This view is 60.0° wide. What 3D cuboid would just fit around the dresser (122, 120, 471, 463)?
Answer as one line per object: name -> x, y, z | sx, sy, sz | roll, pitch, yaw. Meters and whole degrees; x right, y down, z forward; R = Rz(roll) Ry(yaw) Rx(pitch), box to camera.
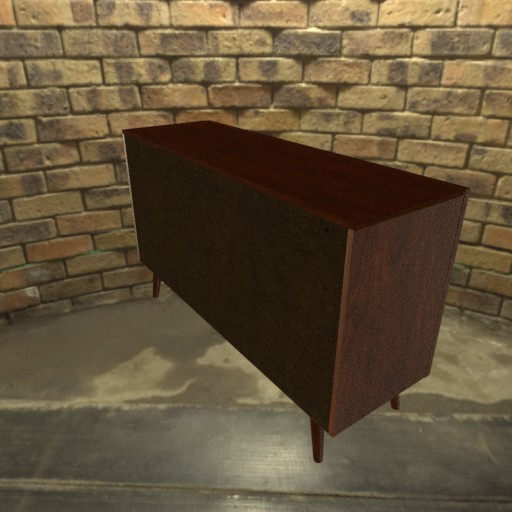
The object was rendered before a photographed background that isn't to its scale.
dresser -> 0.000, 0.000, 1.883 | 0.500, 0.889, 1.472 | -18, 31, -32
